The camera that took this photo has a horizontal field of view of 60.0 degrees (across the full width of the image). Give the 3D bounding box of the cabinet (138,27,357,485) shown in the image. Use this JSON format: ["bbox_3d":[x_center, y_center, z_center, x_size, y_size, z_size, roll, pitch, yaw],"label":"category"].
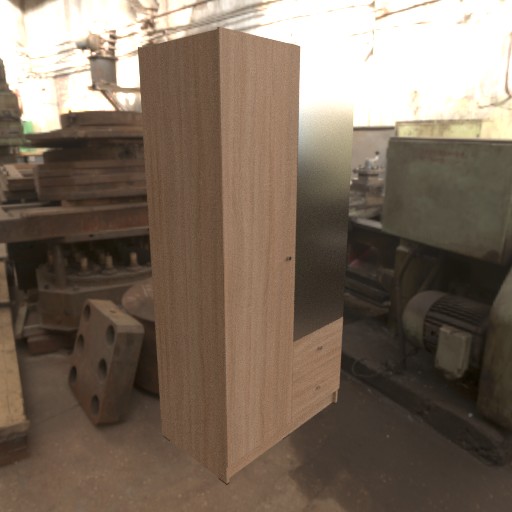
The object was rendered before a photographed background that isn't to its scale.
[{"bbox_3d":[0.000,0.000,2.510,0.590,2.121,1.001,14,20,42],"label":"cabinet"}]
